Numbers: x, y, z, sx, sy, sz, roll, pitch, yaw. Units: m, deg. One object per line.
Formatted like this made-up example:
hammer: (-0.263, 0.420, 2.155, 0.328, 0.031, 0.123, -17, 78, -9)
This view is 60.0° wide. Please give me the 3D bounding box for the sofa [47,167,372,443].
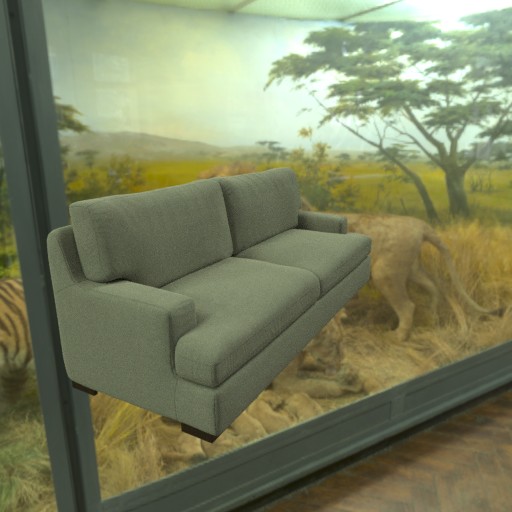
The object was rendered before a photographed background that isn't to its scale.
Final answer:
sofa: (0.000, 0.000, 2.897, 0.962, 0.980, 2.354, 9, 18, 28)
